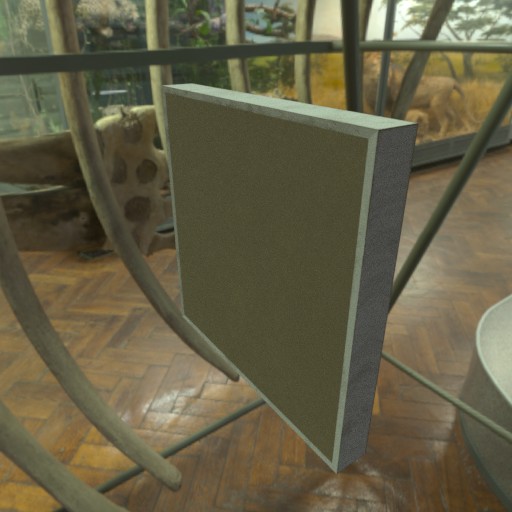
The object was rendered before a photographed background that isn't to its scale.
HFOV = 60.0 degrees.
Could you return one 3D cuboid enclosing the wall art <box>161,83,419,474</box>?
[{"bbox_3d":[0.000,0.000,0.452,0.038,0.303,0.305,-18,32,-31],"label":"wall art"}]
